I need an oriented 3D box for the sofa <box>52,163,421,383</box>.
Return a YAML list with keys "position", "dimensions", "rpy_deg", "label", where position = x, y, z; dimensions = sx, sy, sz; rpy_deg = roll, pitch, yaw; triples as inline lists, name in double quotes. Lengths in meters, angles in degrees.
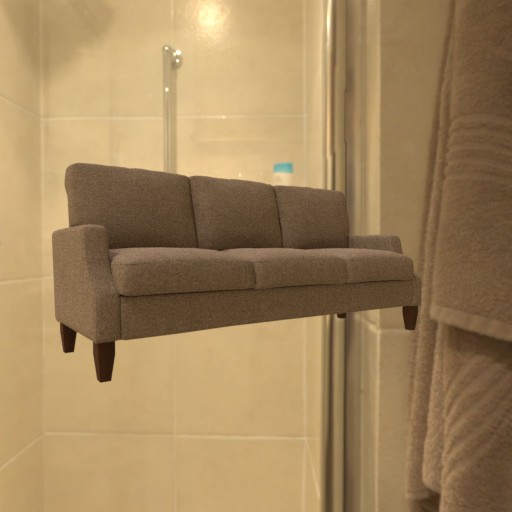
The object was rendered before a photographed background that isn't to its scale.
- position: [0.000, 0.000, 2.652]
  dimensions: [2.115, 0.984, 0.888]
  rpy_deg: [0, 1, -35]
  label: "sofa"
